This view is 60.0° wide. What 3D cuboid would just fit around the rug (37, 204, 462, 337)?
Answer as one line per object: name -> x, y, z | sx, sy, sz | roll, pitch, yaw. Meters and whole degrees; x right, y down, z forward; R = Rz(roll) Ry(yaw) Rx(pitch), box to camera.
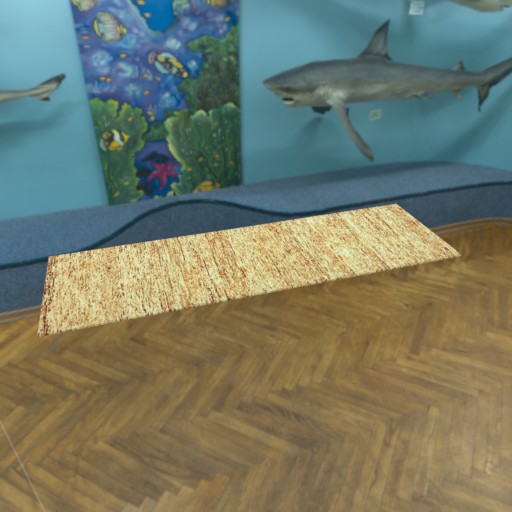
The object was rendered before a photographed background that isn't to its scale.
rug -> 0.000, 0.000, 2.509 | 2.237, 0.014, 0.680 | -10, 34, -14
